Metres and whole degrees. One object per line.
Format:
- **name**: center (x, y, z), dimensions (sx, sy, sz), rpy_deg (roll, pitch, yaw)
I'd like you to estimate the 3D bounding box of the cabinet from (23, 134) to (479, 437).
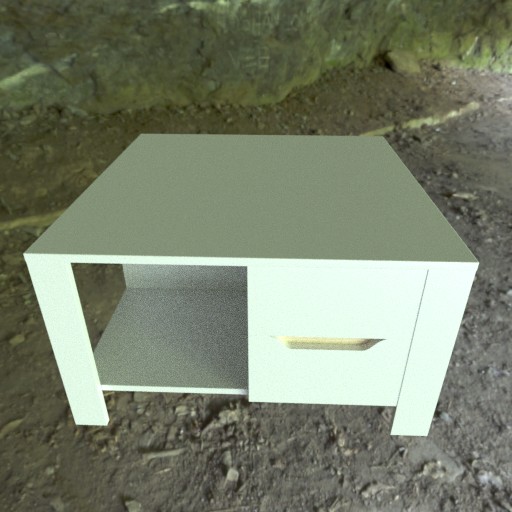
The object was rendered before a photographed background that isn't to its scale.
- **cabinet**: center (0.000, 0.000, 1.236), dimensions (0.800, 0.460, 0.800), rpy_deg (1, 30, 2)
